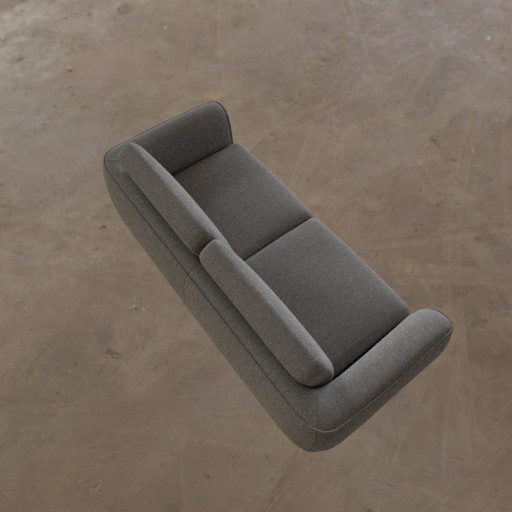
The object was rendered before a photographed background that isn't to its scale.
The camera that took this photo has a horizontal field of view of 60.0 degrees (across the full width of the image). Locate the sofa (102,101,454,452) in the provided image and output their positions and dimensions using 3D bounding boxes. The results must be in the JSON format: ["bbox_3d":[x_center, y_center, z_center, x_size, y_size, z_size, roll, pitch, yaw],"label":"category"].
[{"bbox_3d":[0.000,0.000,2.464,0.920,0.870,2.000,-33,64,-18],"label":"sofa"}]
